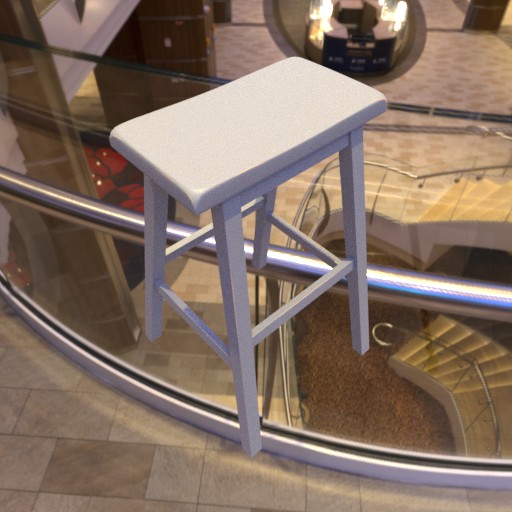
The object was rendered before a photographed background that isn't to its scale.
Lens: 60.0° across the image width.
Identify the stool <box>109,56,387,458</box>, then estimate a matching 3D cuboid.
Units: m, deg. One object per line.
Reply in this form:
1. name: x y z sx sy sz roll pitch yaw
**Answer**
1. stool: 0.000 0.000 1.038 0.457 0.737 0.476 -33 55 -27
